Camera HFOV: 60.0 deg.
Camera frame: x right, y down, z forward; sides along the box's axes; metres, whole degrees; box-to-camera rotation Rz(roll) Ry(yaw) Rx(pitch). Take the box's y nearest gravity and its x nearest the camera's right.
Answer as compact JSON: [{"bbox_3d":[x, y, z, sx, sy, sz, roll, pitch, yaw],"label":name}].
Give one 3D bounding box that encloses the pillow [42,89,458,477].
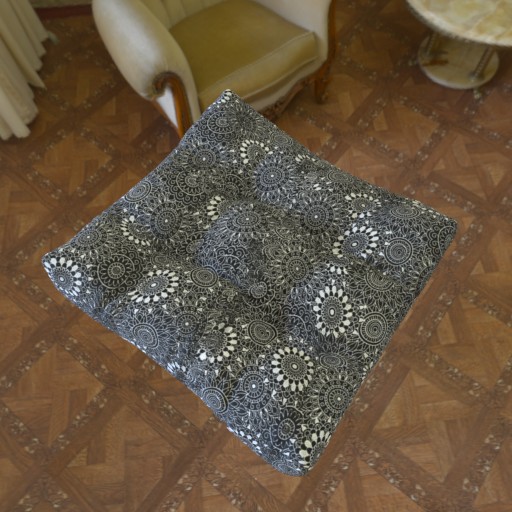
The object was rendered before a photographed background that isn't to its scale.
[{"bbox_3d":[0.000,0.000,0.717,0.490,0.128,0.468,34,68,16],"label":"pillow"}]
